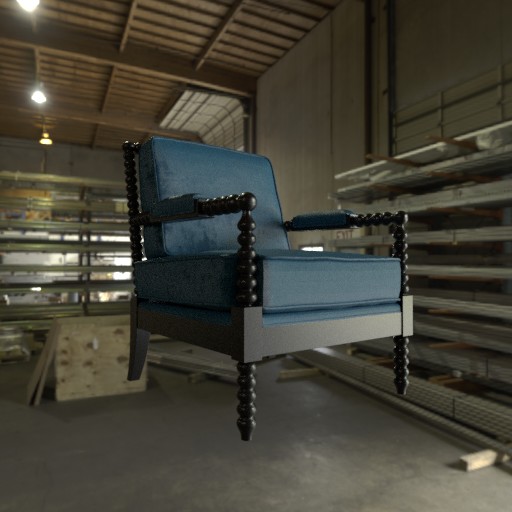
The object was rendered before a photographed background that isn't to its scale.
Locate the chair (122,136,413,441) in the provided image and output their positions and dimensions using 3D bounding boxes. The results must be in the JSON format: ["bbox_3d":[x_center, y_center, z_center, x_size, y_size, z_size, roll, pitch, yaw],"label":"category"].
[{"bbox_3d":[0.000,0.000,1.487,0.688,0.857,0.805,1,-1,-37],"label":"chair"}]
